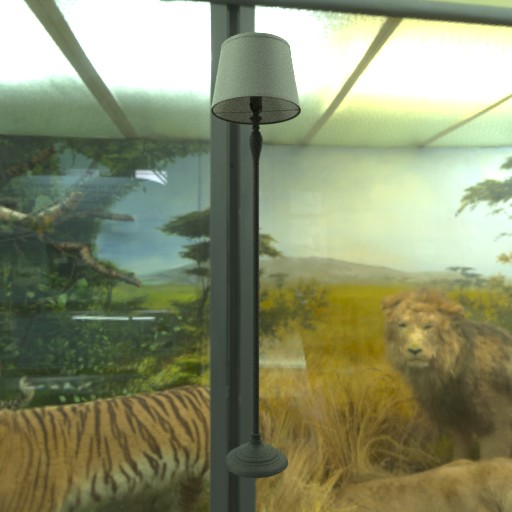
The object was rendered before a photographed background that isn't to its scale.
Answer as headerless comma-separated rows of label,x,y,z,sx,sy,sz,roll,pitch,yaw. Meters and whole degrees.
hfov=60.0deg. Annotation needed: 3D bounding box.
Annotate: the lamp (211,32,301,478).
lamp,0.000,0.000,1.618,0.327,1.506,0.327,0,0,-38
